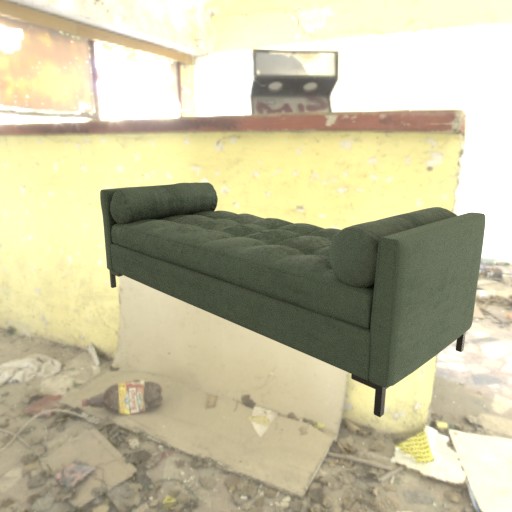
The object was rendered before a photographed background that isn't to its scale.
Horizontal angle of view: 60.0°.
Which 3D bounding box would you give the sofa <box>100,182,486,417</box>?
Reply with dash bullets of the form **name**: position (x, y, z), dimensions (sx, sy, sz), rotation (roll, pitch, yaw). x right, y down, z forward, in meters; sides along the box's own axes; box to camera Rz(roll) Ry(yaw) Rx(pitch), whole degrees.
- **sofa**: position (0.000, 0.000, 2.472), dimensions (0.817, 0.681, 2.130), rotation (-14, 20, -43)
